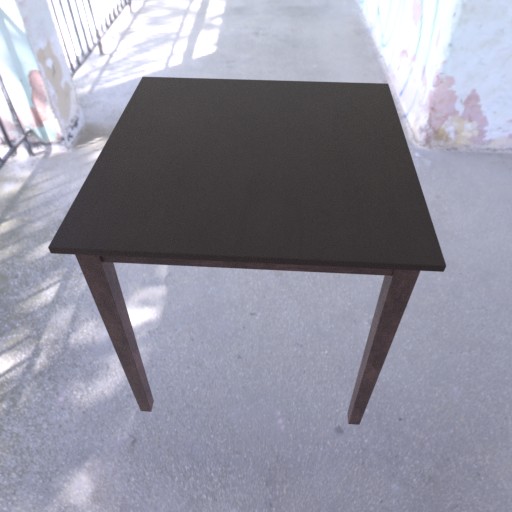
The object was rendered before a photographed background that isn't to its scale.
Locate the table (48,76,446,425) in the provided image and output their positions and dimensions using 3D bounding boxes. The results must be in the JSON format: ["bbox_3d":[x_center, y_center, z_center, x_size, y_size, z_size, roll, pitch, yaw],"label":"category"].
[{"bbox_3d":[0.000,0.000,1.366,0.749,0.770,0.749,3,46,3],"label":"table"}]
